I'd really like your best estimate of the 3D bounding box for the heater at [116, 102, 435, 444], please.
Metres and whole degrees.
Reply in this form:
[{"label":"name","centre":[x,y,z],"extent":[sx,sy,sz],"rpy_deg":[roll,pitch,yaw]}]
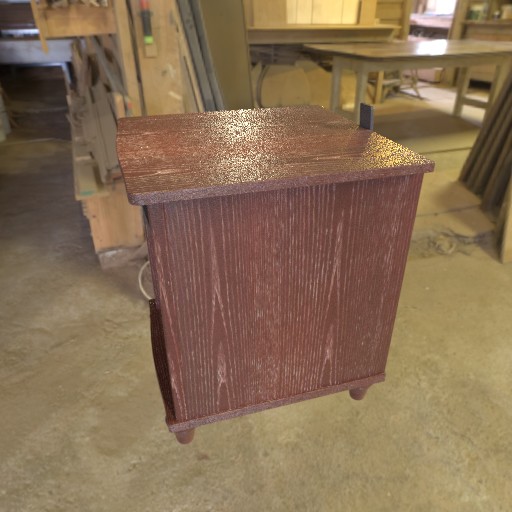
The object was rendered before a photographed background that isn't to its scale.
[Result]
[{"label":"heater","centre":[0.000,0.000,0.759],"extent":[0.400,0.481,0.362],"rpy_deg":[-9,31,-14]}]
